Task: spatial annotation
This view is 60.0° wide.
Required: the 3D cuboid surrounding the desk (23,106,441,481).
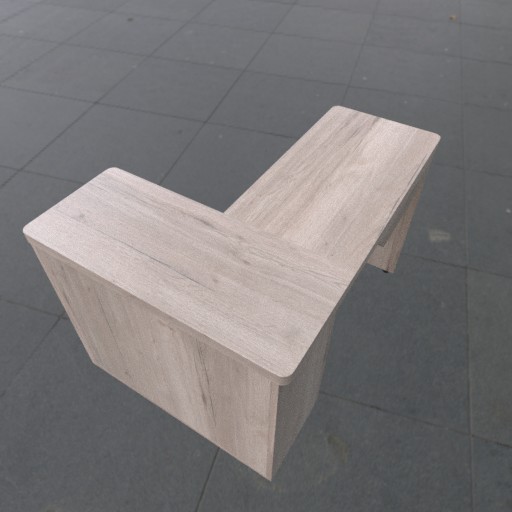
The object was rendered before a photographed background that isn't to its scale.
[{"bbox_3d":[0.000,0.000,1.744,0.900,0.760,1.169,25,51,21],"label":"desk"}]
